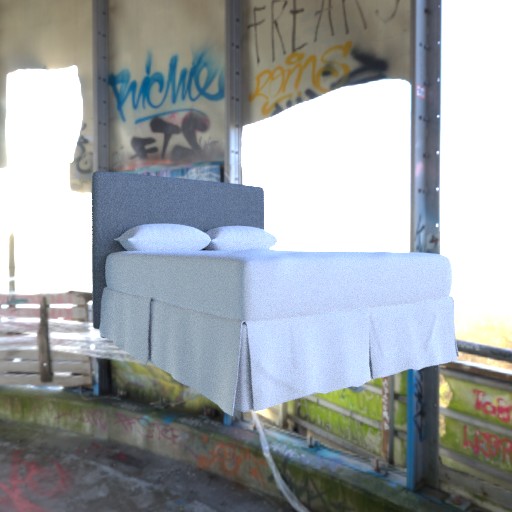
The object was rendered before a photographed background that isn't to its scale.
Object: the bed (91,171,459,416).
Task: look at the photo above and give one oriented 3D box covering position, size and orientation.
[{"bbox_3d":[0.000,0.000,3.149,1.723,1.330,2.142,-1,2,-35],"label":"bed"}]
